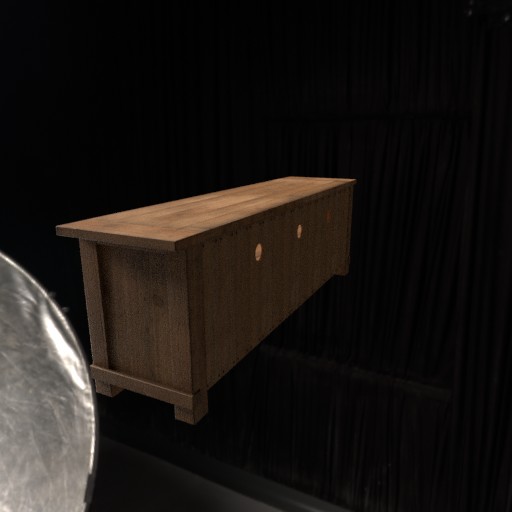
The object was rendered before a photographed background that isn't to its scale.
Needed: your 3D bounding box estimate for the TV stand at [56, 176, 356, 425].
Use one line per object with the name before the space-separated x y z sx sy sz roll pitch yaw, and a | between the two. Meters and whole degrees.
TV stand | 0.000 0.000 2.066 0.453 0.573 1.804 8 17 26
